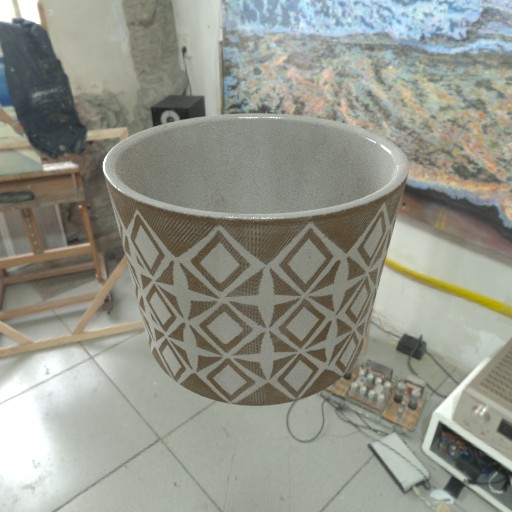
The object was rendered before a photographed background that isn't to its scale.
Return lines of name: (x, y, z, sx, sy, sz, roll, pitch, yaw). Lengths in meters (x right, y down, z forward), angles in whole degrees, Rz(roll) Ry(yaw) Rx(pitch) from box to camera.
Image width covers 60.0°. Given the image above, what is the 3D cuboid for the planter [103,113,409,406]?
planter: (0.000, 0.000, 0.450, 0.260, 0.220, 0.260, 0, 32, 0)
